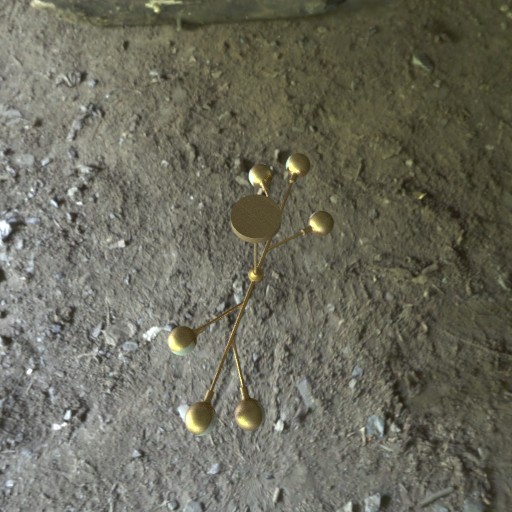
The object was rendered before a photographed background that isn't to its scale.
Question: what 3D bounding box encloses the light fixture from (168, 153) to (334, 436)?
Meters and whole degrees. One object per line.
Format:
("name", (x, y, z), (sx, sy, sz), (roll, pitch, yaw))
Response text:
("light fixture", (0.000, 0.000, 1.035), (0.434, 0.362, 0.778), (33, 68, 15))
